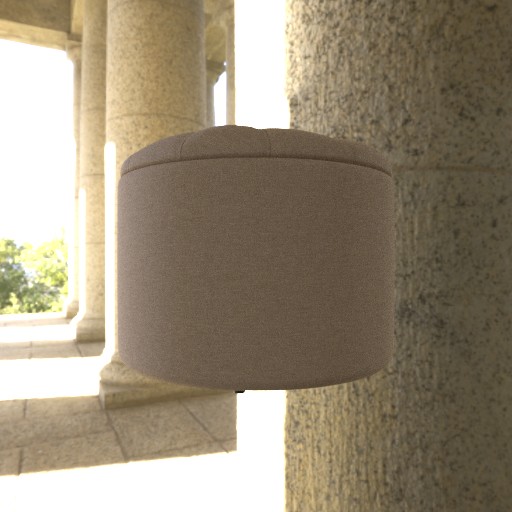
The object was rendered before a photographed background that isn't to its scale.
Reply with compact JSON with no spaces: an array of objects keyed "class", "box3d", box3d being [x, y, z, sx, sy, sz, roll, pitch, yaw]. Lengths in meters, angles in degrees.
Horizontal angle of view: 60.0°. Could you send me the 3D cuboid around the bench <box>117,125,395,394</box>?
[{"class":"bench","box3d":[0.000,0.000,1.005,0.600,0.454,0.600,0,0,0]}]
